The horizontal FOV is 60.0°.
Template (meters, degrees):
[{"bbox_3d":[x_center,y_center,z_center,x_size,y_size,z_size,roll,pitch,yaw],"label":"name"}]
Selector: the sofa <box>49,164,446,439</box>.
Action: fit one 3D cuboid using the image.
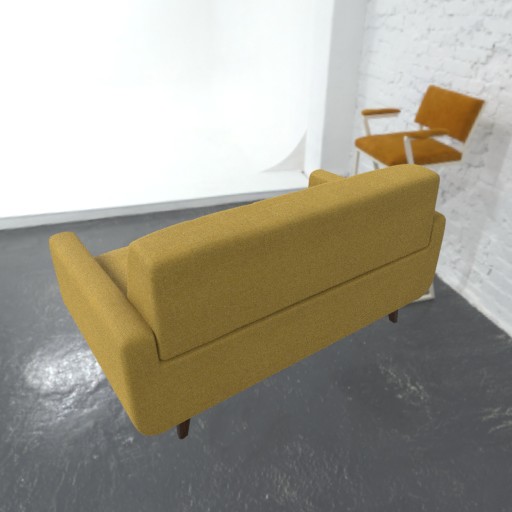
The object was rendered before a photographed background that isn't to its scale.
[{"bbox_3d":[0.000,0.000,2.111,1.631,0.841,0.909,-19,34,-30],"label":"sofa"}]
